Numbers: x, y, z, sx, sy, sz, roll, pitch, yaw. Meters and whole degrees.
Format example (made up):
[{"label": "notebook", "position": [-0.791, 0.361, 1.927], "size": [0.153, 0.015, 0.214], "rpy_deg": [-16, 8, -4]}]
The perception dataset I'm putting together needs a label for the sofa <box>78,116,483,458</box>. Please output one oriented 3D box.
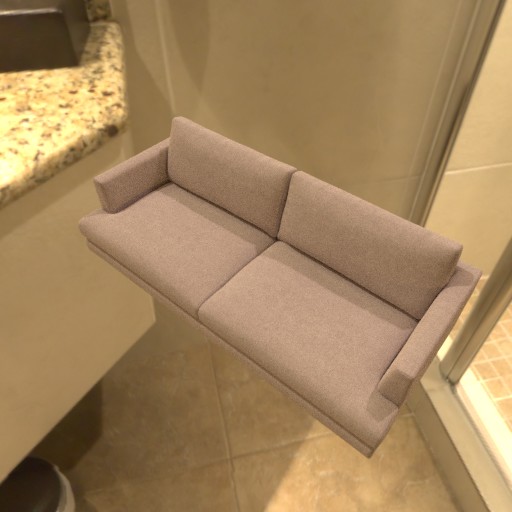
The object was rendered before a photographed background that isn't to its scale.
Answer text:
[{"label": "sofa", "position": [0.000, 0.000, 2.674], "size": [2.250, 0.868, 1.020], "rpy_deg": [31, 53, 27]}]
